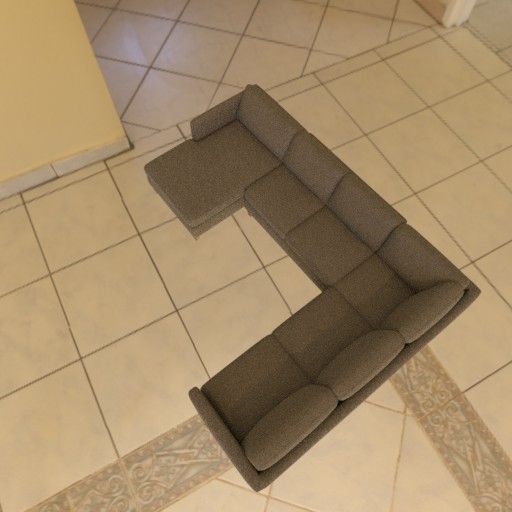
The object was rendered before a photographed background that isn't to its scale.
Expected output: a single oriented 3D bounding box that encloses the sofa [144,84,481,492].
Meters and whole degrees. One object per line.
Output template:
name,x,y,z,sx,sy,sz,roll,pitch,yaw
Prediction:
sofa,0.000,0.000,4.302,2.551,0.853,3.238,-35,68,-16
